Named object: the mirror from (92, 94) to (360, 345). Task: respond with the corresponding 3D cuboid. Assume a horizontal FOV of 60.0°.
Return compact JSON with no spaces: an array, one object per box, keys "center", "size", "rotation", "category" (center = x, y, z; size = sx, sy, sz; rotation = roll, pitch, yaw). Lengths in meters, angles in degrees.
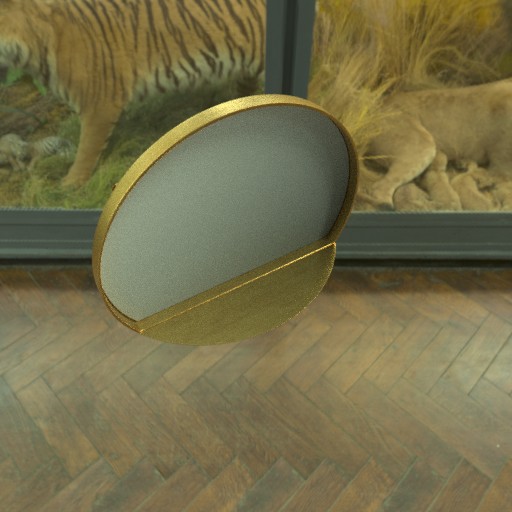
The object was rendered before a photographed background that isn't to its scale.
[{"center":[0.000,0.000,0.682],"size":[0.457,0.457,0.133],"rotation":[-24,53,-20],"category":"mirror"}]
